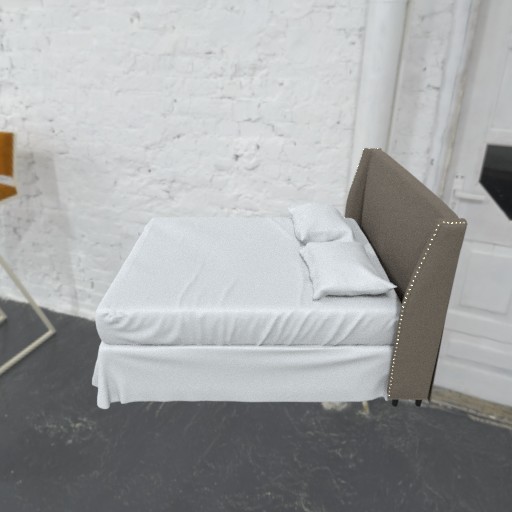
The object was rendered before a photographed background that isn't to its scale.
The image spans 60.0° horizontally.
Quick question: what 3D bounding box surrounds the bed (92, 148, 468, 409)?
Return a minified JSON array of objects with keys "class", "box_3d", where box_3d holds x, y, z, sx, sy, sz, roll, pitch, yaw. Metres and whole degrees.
[{"class":"bed","box_3d":[0.000,0.000,3.470,2.276,1.332,1.925,0,26,0]}]
